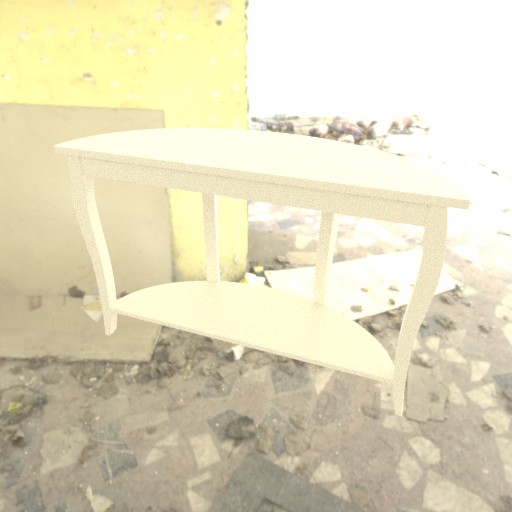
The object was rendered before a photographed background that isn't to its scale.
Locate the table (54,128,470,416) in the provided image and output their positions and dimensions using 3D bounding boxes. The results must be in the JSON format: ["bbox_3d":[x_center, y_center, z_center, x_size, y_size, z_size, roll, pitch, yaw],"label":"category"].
[{"bbox_3d":[0.000,0.000,1.580,1.219,0.780,0.394,11,33,17],"label":"table"}]
